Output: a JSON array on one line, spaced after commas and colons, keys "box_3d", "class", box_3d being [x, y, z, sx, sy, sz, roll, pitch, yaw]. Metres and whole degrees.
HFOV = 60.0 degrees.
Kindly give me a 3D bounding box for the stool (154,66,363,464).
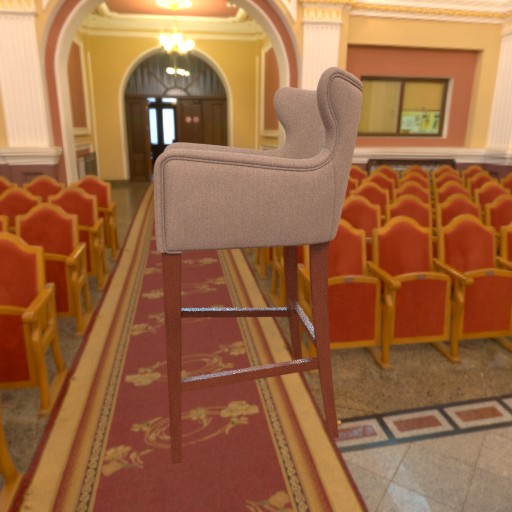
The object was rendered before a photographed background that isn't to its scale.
[{"box_3d": [0.000, 0.000, 1.397, 0.575, 1.047, 0.575, -3, 16, -9], "class": "stool"}]
